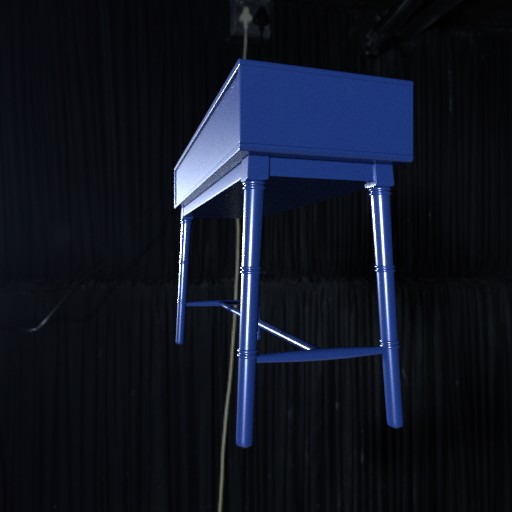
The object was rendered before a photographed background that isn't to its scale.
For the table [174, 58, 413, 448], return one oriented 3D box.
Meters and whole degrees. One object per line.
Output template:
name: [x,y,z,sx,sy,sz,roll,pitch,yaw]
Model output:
table: [0.000,0.000,1.423,0.399,0.749,1.118,0,0,-17]
